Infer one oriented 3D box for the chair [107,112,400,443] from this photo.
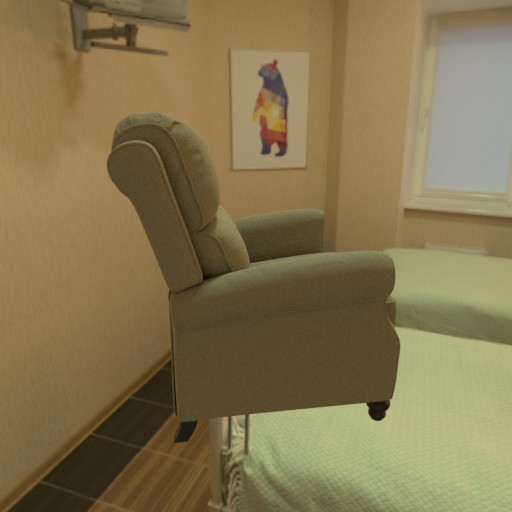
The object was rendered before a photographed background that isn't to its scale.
[{"bbox_3d":[0.000,0.000,1.705,0.919,1.046,0.859,-3,17,-8],"label":"chair"}]
